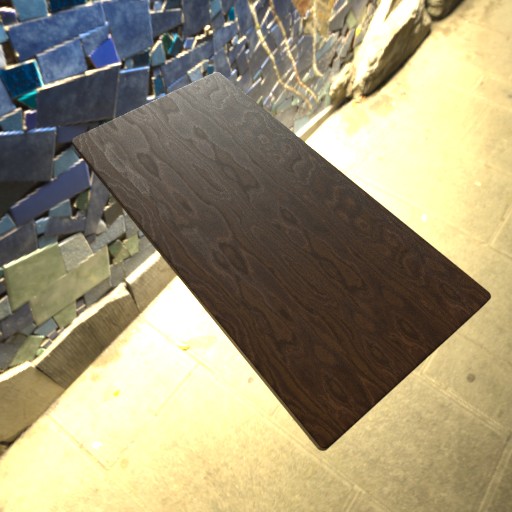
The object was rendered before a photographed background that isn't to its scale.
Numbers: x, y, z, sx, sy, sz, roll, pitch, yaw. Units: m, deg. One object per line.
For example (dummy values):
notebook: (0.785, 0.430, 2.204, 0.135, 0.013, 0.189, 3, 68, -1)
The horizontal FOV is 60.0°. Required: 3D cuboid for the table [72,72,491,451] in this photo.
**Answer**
table: (0.000, 0.000, 2.229, 0.883, 0.753, 1.791, -34, 63, -20)
